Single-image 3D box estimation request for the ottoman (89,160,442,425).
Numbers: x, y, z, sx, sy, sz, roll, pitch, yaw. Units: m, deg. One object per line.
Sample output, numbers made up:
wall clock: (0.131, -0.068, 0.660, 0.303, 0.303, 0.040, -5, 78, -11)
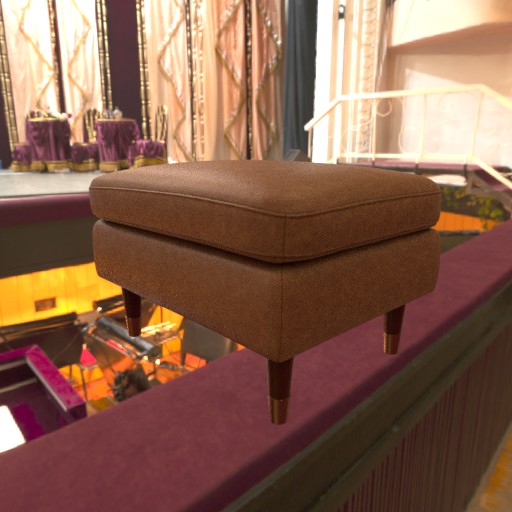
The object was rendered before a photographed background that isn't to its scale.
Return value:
ottoman: (0.000, 0.000, 1.132, 0.593, 0.478, 0.747, -13, 19, -42)
